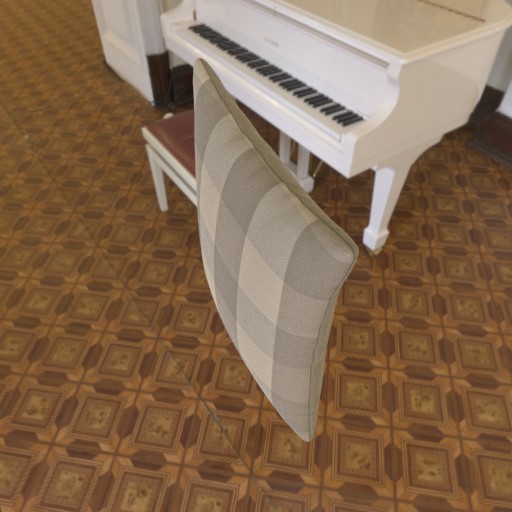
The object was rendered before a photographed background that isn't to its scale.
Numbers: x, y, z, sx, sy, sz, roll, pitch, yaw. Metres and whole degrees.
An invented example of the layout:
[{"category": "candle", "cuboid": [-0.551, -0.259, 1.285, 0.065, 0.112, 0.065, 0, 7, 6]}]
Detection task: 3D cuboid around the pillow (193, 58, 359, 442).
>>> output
[{"category": "pillow", "cuboid": [0.000, 0.000, 0.793, 0.161, 0.509, 0.511, -17, 49, -16]}]
